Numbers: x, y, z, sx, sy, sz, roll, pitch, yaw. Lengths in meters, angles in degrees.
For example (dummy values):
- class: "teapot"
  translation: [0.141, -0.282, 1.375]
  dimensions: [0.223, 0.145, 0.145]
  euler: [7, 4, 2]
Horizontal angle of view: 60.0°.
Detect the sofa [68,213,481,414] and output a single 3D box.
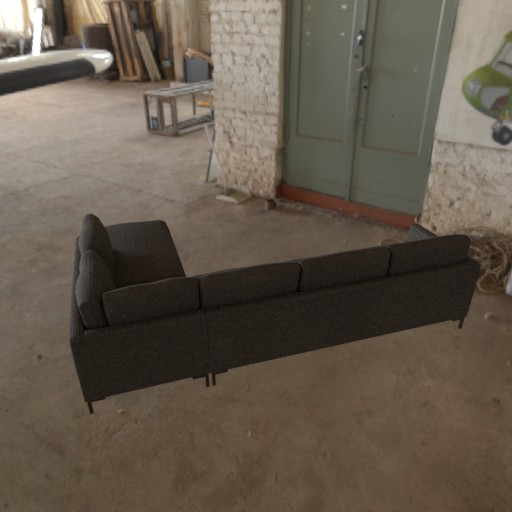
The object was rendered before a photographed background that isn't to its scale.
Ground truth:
- class: "sofa"
  translation: [0.000, 0.000, 3.837]
  dimensions: [2.949, 0.815, 2.007]
  euler: [-9, 30, -16]
